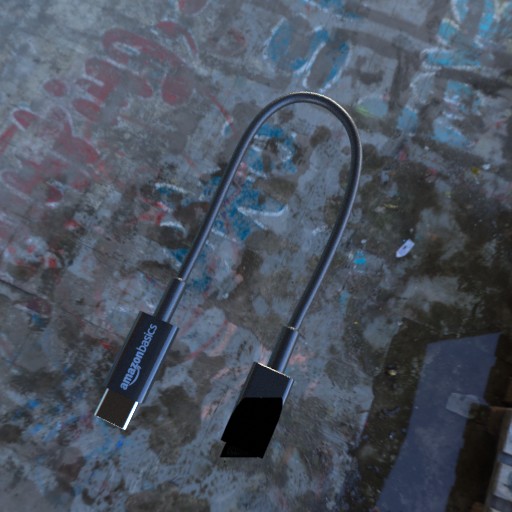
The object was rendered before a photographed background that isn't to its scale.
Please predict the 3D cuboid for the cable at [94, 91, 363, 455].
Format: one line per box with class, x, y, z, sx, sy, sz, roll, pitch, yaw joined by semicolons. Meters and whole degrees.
cable;0.000;0.000;0.111;0.040;0.006;0.098;23;77;6
